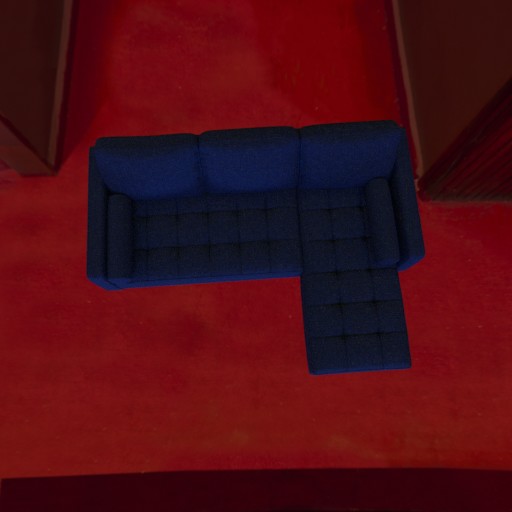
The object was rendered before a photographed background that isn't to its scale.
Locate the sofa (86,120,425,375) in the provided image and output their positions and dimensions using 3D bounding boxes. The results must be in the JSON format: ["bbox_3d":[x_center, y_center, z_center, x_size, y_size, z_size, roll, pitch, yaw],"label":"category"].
[{"bbox_3d":[0.000,0.000,2.989,2.185,0.841,1.613,-4,77,-1],"label":"sofa"}]
